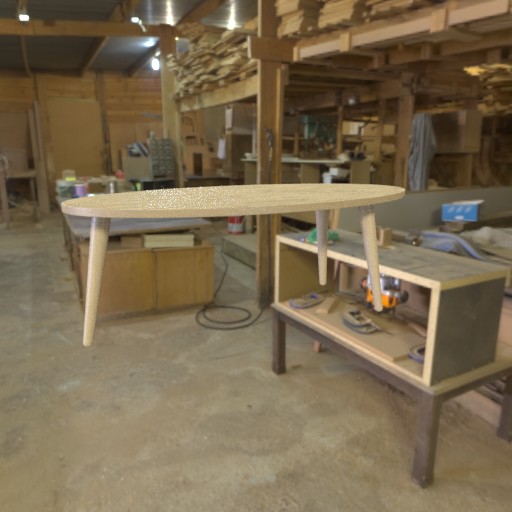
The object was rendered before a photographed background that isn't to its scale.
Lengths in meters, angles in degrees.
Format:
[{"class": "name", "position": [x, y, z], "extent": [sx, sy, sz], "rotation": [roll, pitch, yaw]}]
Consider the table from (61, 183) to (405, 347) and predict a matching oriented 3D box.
[{"class": "table", "position": [0.000, 0.000, 1.384], "extent": [1.083, 0.390, 0.542], "rotation": [-7, 16, -26]}]
